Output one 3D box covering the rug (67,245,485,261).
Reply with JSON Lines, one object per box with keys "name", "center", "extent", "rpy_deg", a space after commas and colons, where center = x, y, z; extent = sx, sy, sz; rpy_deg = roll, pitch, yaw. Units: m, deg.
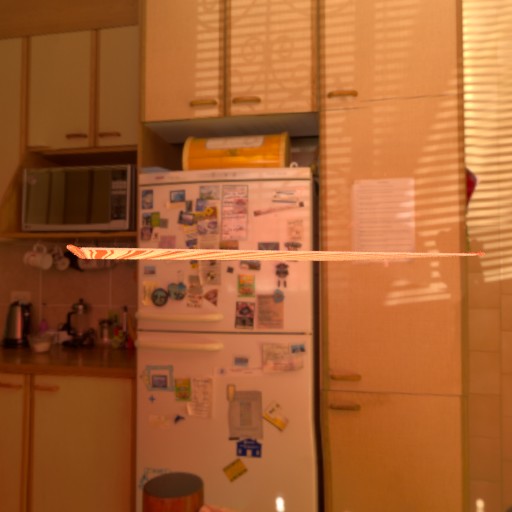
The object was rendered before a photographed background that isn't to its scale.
{"name": "rug", "center": [0.000, 0.000, 4.448], "extent": [3.369, 0.035, 2.451], "rpy_deg": [1, -2, -20]}
